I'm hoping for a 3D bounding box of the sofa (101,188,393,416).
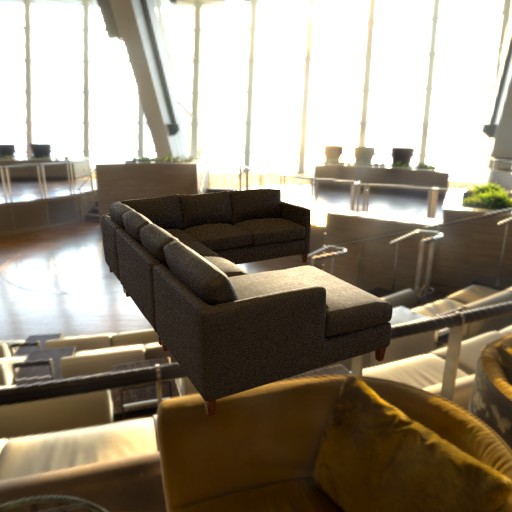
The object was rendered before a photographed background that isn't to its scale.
[{"bbox_3d":[0.000,0.000,4.722,2.594,0.961,3.460,-9,19,-27],"label":"sofa"}]
